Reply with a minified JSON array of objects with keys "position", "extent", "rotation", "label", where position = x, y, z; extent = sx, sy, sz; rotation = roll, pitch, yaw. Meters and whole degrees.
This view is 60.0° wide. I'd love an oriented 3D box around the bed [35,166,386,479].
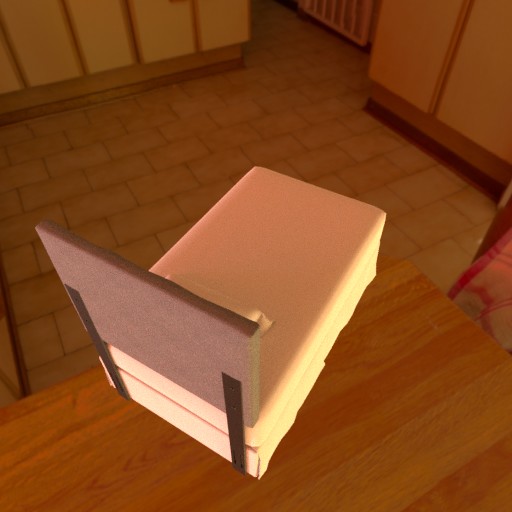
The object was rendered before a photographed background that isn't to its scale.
[{"position":[0.000,0.000,2.910],"extent":[1.261,1.571,1.997],"rotation":[24,51,20],"label":"bed"}]
